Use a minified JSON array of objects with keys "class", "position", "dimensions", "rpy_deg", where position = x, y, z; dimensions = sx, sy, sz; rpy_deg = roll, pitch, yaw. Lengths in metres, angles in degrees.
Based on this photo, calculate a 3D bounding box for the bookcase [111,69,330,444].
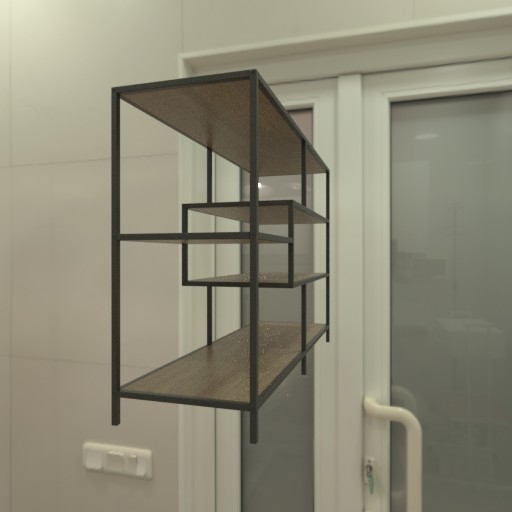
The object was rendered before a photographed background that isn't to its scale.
[{"class":"bookcase","position":[0.000,0.000,1.515],"dimensions":[0.350,0.780,1.140],"rpy_deg":[0,0,17]}]
